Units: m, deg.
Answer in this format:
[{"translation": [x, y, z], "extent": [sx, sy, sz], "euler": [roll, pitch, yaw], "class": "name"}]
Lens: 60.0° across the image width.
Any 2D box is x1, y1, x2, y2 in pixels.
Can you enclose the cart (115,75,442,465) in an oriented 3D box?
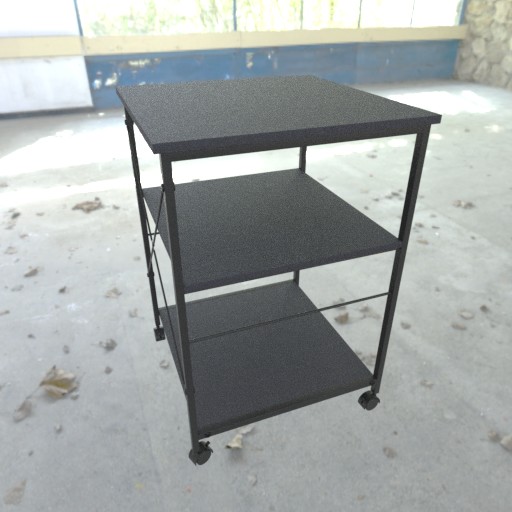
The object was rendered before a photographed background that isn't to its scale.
[{"translation": [0.000, 0.000, 1.119], "extent": [0.520, 0.762, 0.521], "euler": [-11, 32, -18], "class": "cart"}]
